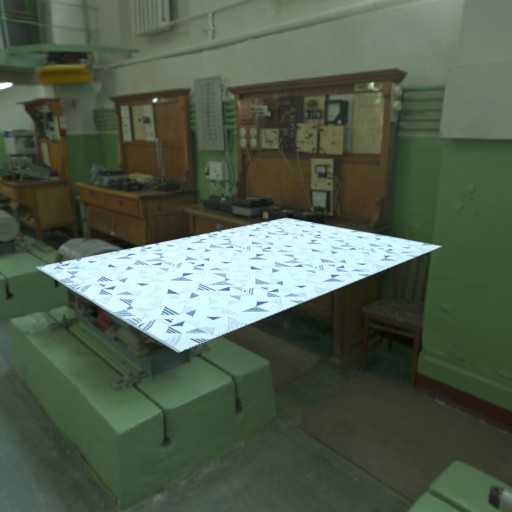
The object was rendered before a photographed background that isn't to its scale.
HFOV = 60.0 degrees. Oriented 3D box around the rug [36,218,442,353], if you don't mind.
[{"bbox_3d":[0.000,0.000,2.357,1.835,0.003,1.206,-15,21,-42],"label":"rug"}]
